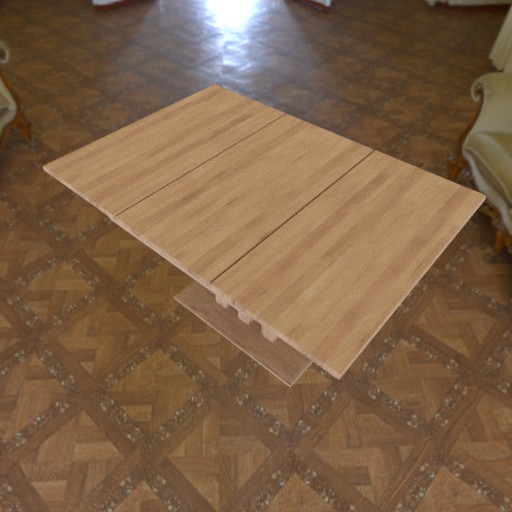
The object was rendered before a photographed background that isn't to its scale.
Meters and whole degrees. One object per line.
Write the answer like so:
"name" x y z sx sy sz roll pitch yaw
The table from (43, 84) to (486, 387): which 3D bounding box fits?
"table" 0.000 0.000 1.844 1.300 0.770 0.900 32 54 27
